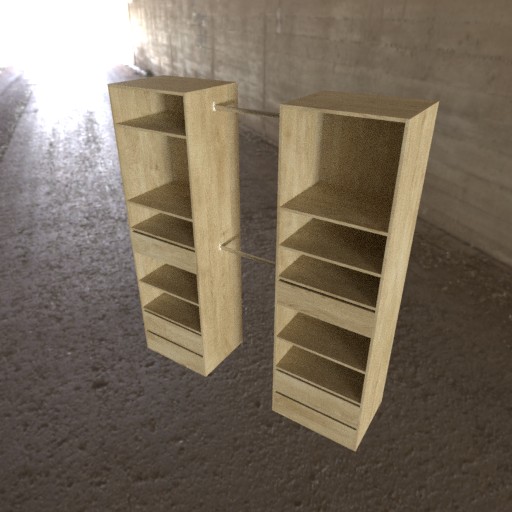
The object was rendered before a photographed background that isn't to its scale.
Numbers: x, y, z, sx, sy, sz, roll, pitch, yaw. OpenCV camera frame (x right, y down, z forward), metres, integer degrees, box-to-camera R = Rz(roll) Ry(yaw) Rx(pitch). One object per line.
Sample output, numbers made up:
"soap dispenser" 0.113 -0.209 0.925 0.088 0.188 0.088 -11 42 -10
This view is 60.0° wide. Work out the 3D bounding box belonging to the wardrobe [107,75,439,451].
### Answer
"wardrobe" 0.000 0.000 2.843 1.770 2.000 0.480 17 33 28
